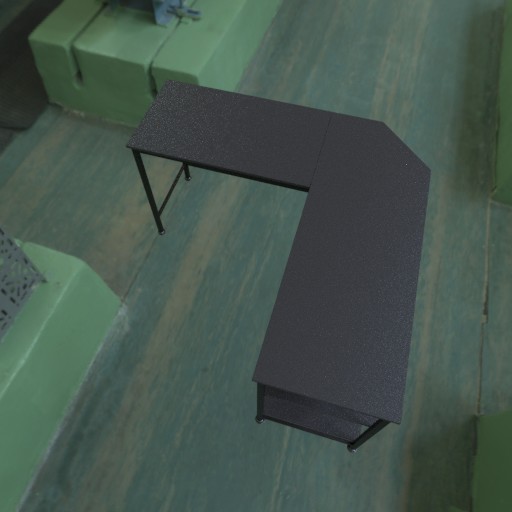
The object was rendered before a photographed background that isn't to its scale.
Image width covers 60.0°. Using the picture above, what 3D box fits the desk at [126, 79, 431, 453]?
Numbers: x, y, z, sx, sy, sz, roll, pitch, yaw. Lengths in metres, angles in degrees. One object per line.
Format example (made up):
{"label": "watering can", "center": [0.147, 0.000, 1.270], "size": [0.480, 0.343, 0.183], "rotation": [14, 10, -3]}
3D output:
{"label": "desk", "center": [0.000, 0.000, 2.185], "size": [1.379, 0.739, 1.379], "rotation": [14, 60, 8]}
